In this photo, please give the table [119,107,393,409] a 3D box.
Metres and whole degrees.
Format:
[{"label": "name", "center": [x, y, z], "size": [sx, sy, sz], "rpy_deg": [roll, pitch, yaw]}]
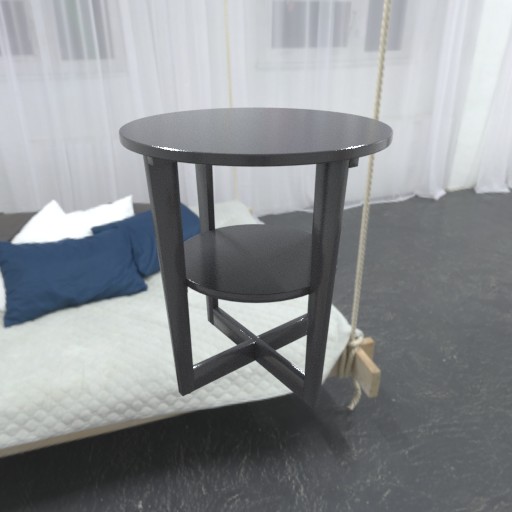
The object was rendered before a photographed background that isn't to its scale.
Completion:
[{"label": "table", "center": [0.000, 0.000, 0.955], "size": [0.500, 0.550, 0.500], "rpy_deg": [0, 26, 0]}]
